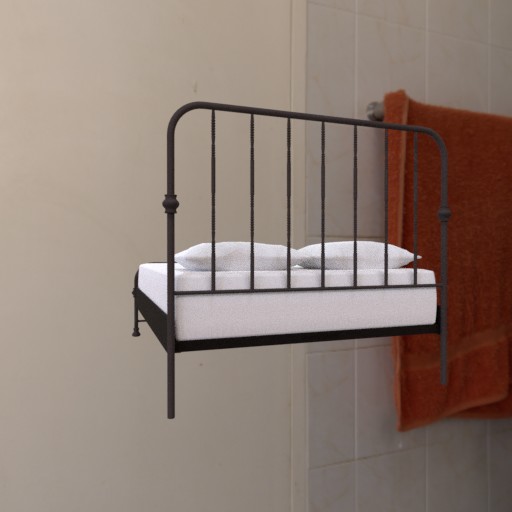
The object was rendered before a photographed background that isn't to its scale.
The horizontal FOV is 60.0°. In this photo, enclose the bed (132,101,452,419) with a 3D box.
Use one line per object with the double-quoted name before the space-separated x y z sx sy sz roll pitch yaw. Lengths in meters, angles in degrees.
"bed" 0.000 0.000 3.230 1.616 1.446 2.134 0 1 -19
